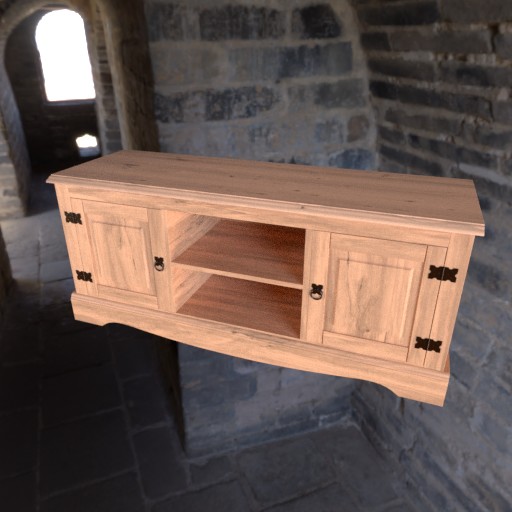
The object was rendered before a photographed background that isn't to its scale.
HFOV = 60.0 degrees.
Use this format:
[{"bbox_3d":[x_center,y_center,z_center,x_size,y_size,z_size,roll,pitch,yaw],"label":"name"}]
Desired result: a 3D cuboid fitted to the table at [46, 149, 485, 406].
[{"bbox_3d":[0.000,0.000,1.420,1.200,0.510,0.400,9,27,18],"label":"table"}]
